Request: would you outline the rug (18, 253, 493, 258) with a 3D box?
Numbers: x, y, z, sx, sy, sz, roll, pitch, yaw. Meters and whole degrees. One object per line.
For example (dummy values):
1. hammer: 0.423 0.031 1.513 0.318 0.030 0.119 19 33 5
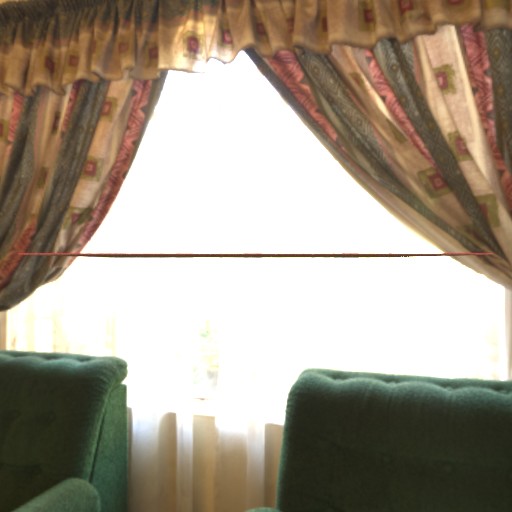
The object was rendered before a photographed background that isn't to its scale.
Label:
1. rug: 0.000 0.000 3.026 2.423 0.010 1.534 0 -1 1
